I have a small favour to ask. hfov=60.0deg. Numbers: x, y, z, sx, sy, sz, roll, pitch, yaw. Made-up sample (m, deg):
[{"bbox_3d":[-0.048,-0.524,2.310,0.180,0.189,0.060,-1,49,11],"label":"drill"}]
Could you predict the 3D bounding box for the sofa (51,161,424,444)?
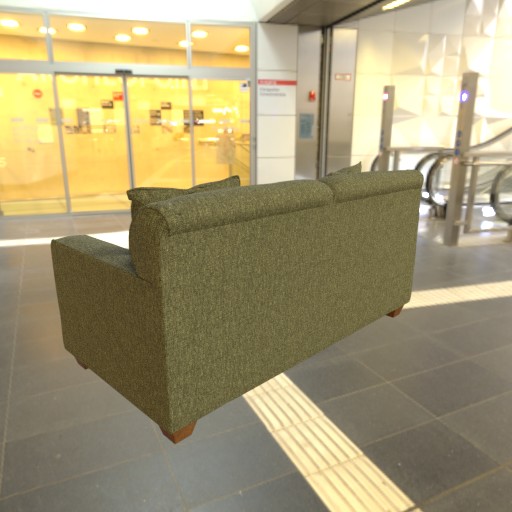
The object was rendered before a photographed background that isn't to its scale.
[{"bbox_3d":[0.000,0.000,2.427,1.846,0.958,0.998,-15,22,-43],"label":"sofa"}]
